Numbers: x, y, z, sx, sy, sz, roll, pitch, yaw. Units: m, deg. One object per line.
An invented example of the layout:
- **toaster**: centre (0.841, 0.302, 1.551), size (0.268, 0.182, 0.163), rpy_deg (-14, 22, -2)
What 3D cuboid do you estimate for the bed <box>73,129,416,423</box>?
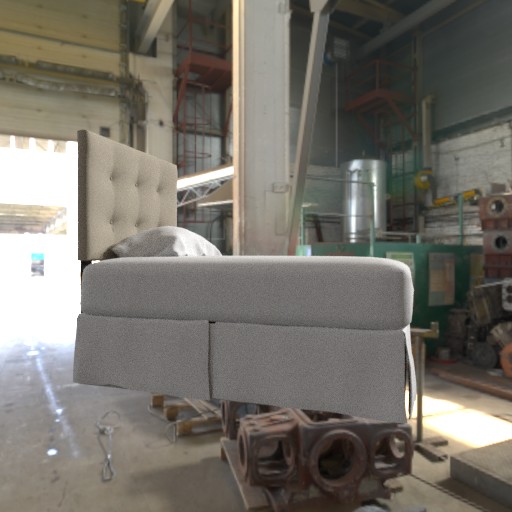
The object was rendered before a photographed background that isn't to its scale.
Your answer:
- **bed**: centre (0.000, 0.000, 2.950), size (1.997, 1.571, 1.261), rpy_deg (0, 0, 19)
